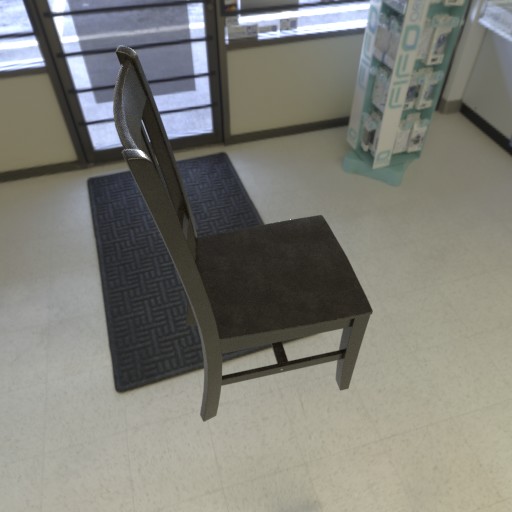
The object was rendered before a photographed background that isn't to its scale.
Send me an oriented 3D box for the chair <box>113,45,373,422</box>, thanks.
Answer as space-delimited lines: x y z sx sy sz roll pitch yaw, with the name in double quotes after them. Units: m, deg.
0.000 0.000 1.217 0.555 0.998 0.450 -10 47 -9 "chair"
